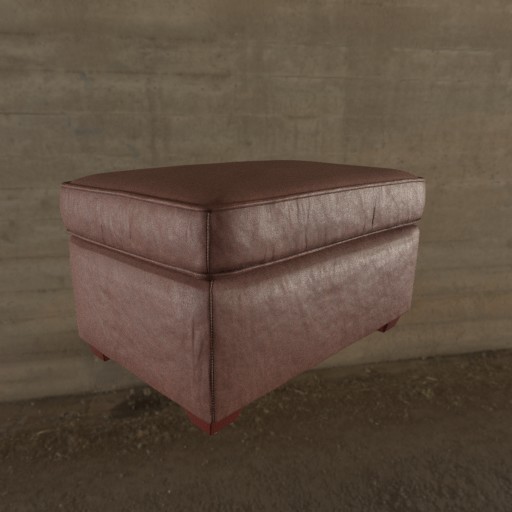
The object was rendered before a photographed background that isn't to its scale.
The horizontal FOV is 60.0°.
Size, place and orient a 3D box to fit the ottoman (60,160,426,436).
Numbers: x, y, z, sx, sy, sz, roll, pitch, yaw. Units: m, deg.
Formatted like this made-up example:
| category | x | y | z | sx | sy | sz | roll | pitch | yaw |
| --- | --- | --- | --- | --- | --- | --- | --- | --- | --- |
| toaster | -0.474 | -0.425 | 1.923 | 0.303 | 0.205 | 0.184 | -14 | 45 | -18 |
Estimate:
| category | x | y | z | sx | sy | sz | roll | pitch | yaw |
| --- | --- | --- | --- | --- | --- | --- | --- | --- | --- |
| ottoman | 0.000 | 0.000 | 1.089 | 0.548 | 0.449 | 0.749 | 14 | 20 | 43 |
